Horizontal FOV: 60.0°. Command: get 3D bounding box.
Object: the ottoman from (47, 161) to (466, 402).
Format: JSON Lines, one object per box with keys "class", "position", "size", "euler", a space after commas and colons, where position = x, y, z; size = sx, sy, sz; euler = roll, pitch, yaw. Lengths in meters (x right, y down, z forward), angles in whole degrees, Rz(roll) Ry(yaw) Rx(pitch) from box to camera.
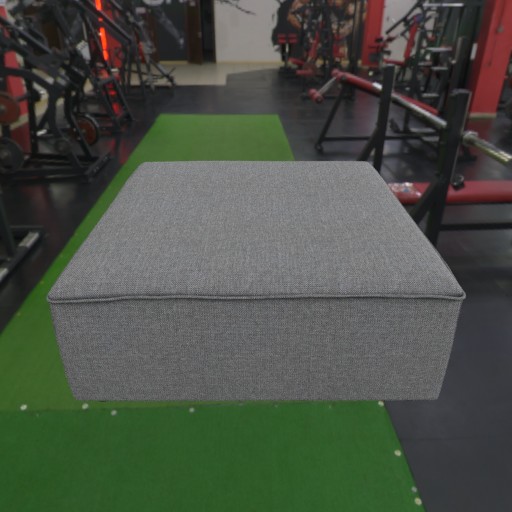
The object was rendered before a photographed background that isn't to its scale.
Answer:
{"class": "ottoman", "position": [0.000, 0.000, 1.552], "size": [1.017, 0.423, 1.023], "euler": [0, 29, 0]}
